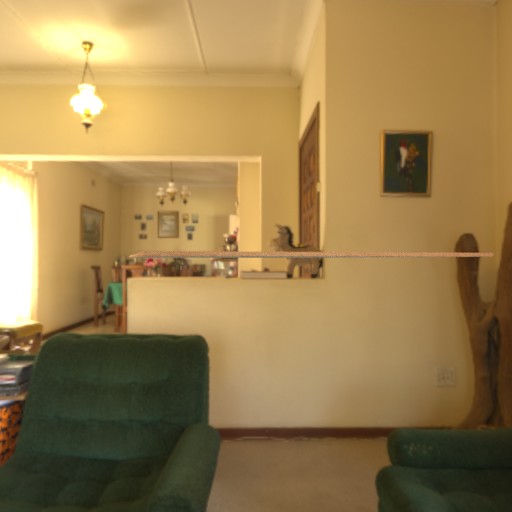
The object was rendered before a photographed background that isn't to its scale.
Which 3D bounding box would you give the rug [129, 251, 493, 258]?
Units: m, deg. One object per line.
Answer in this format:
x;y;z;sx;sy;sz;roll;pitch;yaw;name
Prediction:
0.000;0.000;2.282;1.219;0.014;1.829;0;0;-17;rug
